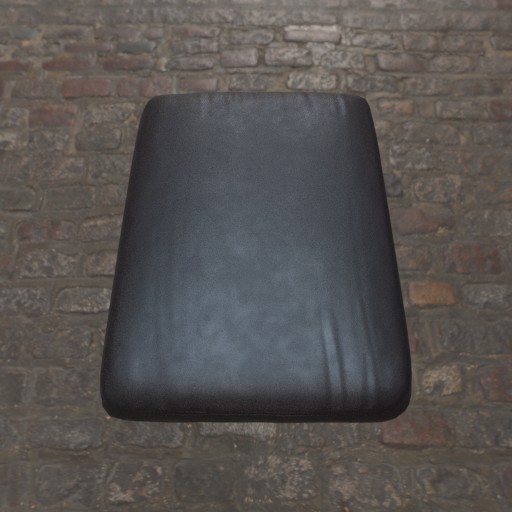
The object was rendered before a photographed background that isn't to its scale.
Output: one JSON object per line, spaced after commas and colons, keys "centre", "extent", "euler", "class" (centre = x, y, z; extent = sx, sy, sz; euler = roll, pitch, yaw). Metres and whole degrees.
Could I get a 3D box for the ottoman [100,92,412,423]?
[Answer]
{"centre": [0.000, 0.000, 1.051], "extent": [0.570, 0.402, 0.764], "euler": [0, 63, 0], "class": "ottoman"}
